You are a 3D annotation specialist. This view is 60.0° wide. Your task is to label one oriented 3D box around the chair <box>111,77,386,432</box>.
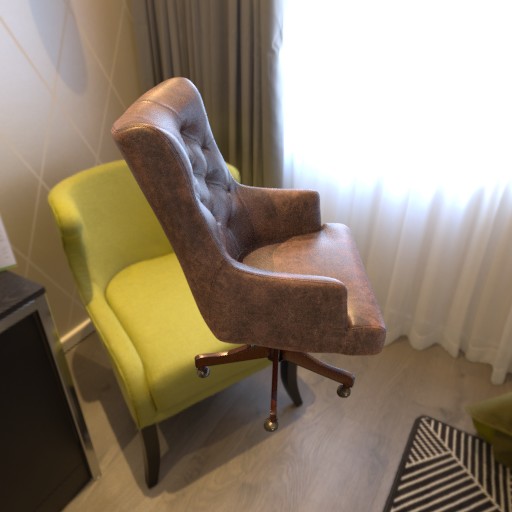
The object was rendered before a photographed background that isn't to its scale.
[{"bbox_3d":[0.000,0.000,1.489,0.762,1.035,0.641,0,32,0],"label":"chair"}]
